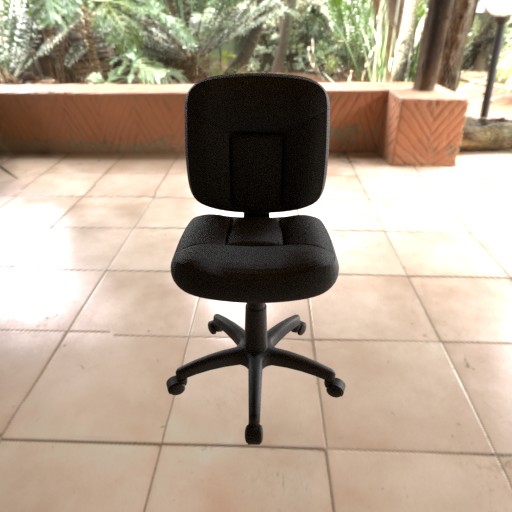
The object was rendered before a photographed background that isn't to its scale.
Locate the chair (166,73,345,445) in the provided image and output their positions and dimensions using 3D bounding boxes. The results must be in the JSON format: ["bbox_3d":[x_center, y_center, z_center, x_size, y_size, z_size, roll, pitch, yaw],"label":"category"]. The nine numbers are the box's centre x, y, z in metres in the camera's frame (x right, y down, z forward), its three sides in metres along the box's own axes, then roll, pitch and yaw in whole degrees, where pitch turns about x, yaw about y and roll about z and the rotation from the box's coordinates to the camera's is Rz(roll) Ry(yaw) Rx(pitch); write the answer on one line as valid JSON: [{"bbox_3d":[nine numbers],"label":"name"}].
[{"bbox_3d":[0.000,0.000,1.348,0.610,0.972,0.610,0,29,1],"label":"chair"}]
